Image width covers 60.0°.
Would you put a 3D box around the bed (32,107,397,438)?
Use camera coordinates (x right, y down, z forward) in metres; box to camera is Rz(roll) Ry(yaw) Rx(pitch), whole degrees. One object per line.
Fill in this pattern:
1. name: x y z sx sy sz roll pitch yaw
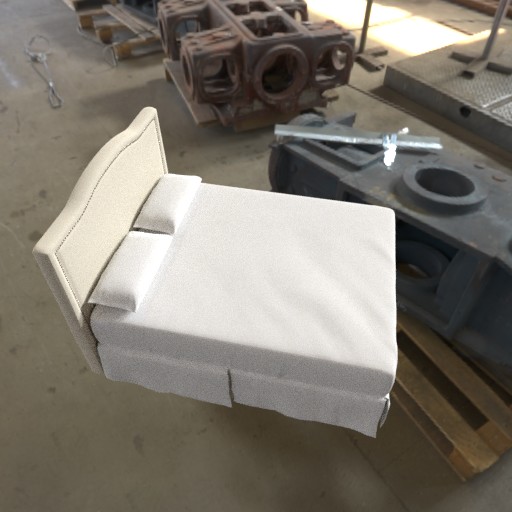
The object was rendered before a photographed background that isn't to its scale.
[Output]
1. bed: 0.000 0.000 3.285 2.196 1.449 1.741 9 47 8
